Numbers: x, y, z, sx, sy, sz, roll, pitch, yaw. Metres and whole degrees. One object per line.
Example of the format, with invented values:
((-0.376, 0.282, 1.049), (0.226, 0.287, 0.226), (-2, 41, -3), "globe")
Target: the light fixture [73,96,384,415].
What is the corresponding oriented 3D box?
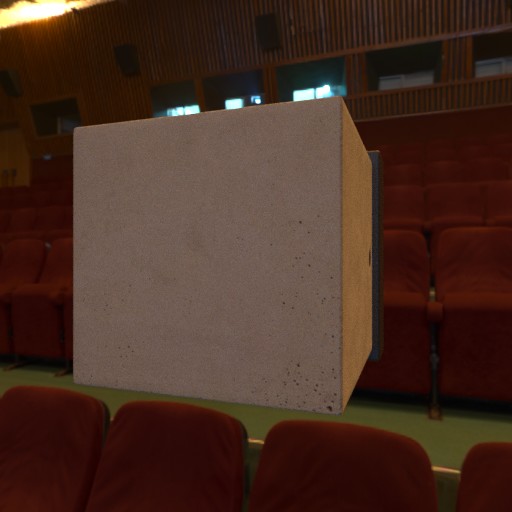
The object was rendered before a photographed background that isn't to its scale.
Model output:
((0.000, 0.000, 0.234), (0.121, 0.121, 0.143), (0, 0, 20), "light fixture")
